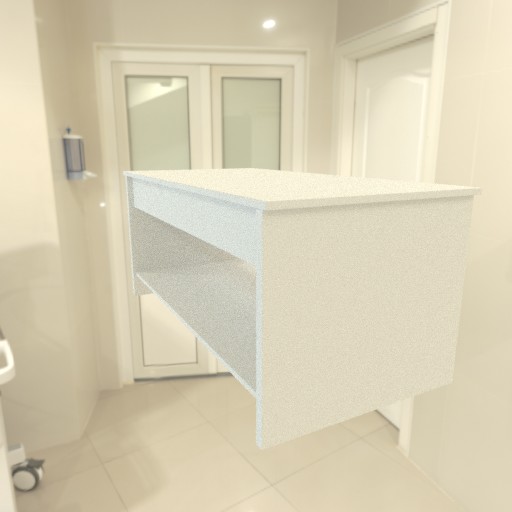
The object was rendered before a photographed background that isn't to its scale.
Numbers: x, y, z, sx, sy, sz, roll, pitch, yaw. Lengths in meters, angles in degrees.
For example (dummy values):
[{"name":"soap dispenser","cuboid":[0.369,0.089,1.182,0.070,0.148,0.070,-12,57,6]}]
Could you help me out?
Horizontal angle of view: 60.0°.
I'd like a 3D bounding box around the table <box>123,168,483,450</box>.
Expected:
[{"name":"table","cuboid":[0.000,0.000,1.257,0.500,0.441,1.000,-7,15,-27]}]
